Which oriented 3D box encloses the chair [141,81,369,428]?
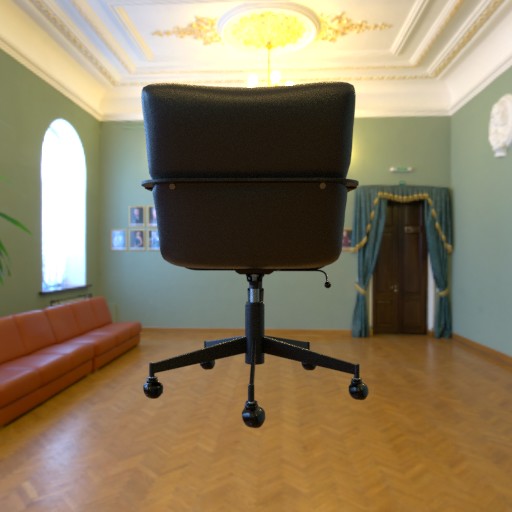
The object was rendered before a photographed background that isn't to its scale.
[{"bbox_3d":[0.000,0.000,1.522,0.719,0.922,0.748,0,0,1],"label":"chair"}]
